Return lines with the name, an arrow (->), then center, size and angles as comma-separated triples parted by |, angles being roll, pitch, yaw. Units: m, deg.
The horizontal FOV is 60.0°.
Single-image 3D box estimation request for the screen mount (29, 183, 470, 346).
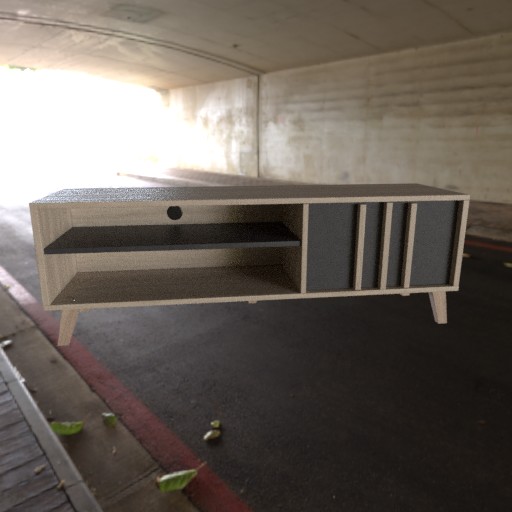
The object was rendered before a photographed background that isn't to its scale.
screen mount -> 0.000, 0.000, 1.753 | 1.500, 0.509, 0.401 | -2, 15, -7
